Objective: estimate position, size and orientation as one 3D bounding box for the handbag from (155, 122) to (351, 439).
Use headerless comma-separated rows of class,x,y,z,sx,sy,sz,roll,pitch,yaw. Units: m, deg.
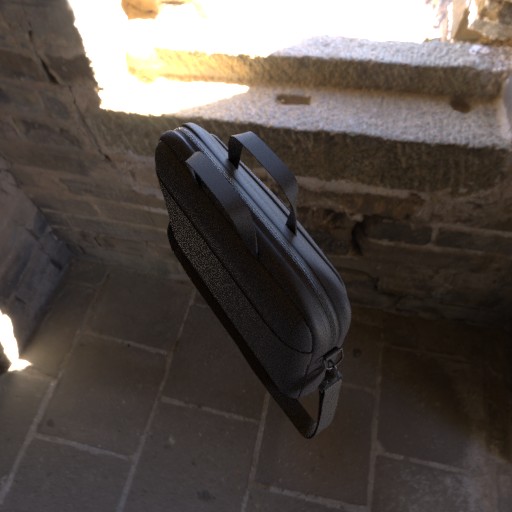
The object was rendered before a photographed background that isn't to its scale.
handbag,0.000,0.000,0.596,0.126,0.330,0.429,-30,63,-17
